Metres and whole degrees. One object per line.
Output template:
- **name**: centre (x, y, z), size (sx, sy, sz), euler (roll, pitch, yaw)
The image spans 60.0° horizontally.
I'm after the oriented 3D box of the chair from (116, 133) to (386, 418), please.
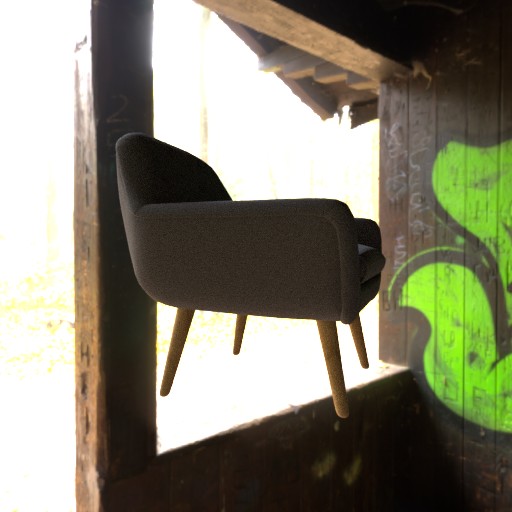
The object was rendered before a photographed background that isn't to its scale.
- **chair**: centre (0.000, 0.000, 1.447), size (0.779, 0.800, 0.770), euler (0, 1, 20)
